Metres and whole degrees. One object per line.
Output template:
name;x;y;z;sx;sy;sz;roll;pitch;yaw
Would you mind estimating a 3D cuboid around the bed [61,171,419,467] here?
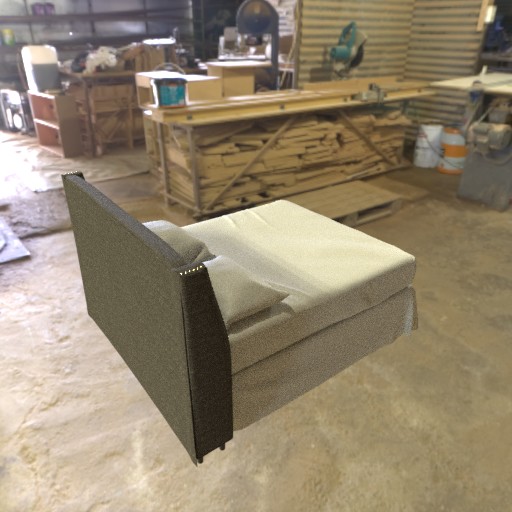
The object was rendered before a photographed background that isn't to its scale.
bed;0.000;0.000;3.533;2.276;1.332;1.925;-19;33;-32
